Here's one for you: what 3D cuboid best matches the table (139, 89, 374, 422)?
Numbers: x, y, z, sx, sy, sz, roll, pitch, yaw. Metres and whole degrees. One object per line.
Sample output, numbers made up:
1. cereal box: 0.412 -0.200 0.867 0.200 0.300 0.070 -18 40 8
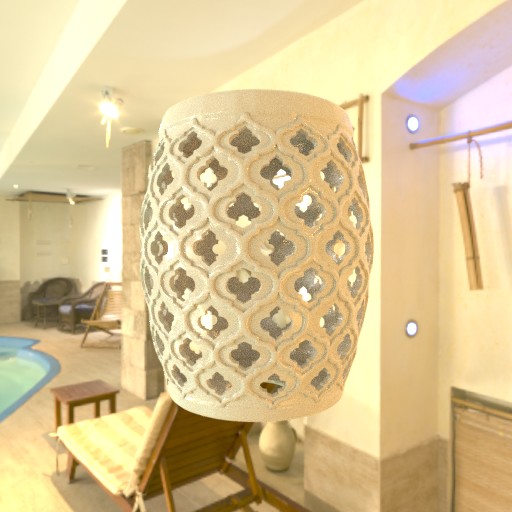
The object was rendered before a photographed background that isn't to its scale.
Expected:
1. table: 0.000 0.000 0.636 0.325 0.388 0.325 0 1 0
